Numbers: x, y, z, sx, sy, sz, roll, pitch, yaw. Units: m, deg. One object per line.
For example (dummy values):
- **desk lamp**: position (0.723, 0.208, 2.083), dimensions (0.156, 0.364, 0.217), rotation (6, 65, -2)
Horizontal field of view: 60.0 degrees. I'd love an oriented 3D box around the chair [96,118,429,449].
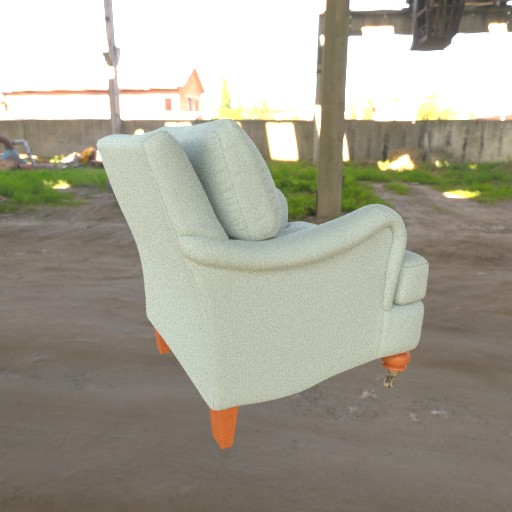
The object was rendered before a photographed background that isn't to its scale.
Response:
- **chair**: position (0.000, 0.000, 1.821), dimensions (1.070, 1.038, 0.955), rotation (-7, 16, -26)
